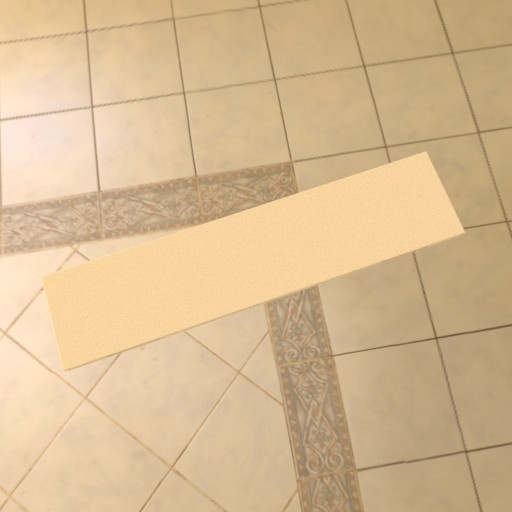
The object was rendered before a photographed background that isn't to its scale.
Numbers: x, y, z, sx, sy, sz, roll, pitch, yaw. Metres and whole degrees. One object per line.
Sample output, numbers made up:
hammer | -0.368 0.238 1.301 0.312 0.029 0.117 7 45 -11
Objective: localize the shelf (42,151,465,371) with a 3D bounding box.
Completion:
shelf | 0.000 0.000 0.659 0.610 0.020 0.140 -19 77 -5
